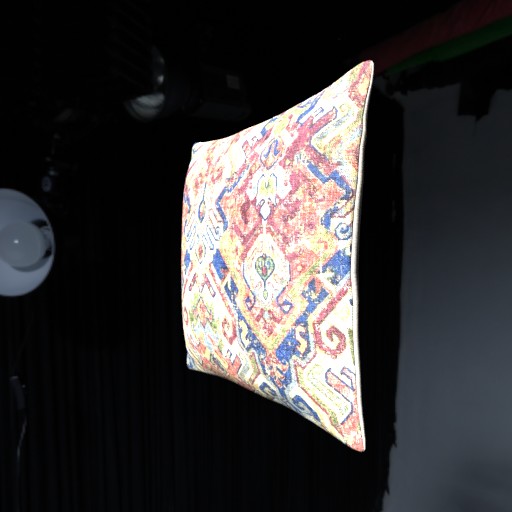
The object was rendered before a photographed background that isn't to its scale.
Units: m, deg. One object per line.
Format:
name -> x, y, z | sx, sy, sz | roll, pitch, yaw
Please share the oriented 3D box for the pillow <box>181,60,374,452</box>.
pillow -> 0.000, 0.000, 0.785 | 0.166, 0.506, 0.523 | 0, 0, -34
